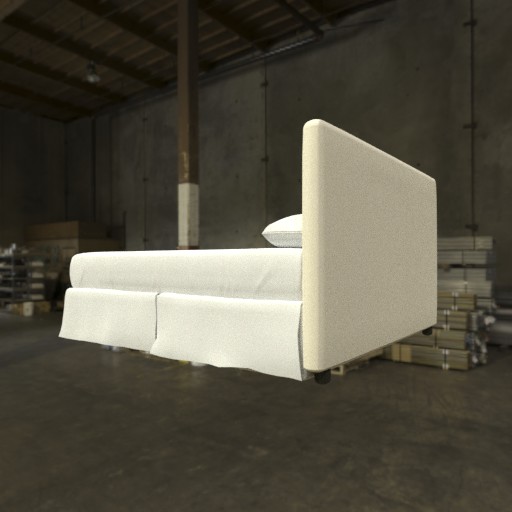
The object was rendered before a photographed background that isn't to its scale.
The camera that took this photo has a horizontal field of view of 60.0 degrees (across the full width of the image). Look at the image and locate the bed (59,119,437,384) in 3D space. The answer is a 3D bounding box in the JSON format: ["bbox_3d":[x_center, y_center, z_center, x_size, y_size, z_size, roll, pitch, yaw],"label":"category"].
[{"bbox_3d":[0.000,0.000,3.620,2.341,1.317,2.119,0,-1,37],"label":"bed"}]
